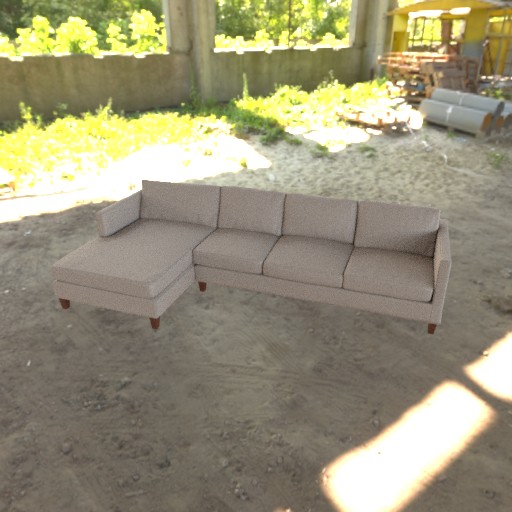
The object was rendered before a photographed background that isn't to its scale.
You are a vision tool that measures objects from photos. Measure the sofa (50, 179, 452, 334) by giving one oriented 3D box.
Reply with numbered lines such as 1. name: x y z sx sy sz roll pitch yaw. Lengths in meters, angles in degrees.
1. sofa: 0.000 0.000 3.958 3.186 0.846 1.625 9 27 17
